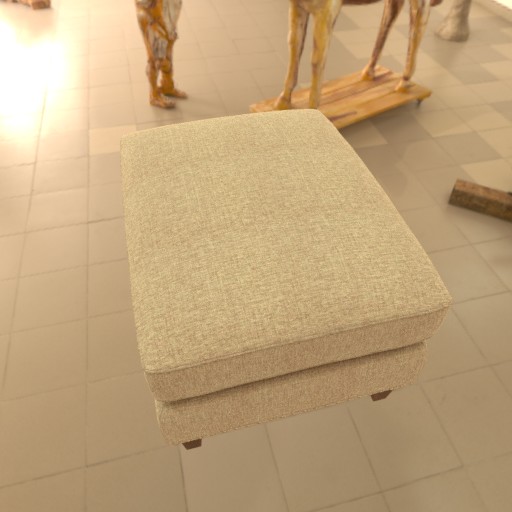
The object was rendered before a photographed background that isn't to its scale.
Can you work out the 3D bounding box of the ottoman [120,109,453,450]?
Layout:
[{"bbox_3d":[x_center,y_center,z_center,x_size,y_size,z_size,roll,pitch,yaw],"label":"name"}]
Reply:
[{"bbox_3d":[0.000,0.000,1.126,0.584,0.513,0.741,-11,48,-10],"label":"ottoman"}]
